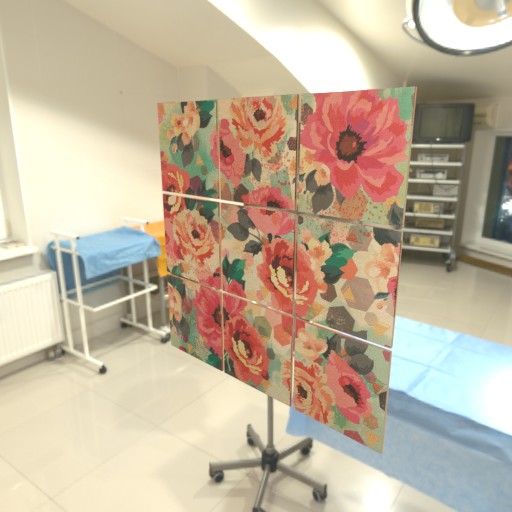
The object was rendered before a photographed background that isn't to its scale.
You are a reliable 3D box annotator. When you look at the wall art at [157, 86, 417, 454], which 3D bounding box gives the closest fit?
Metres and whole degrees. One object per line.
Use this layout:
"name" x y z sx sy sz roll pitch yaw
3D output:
"wall art" 0.000 0.000 1.801 1.216 1.220 0.013 14 21 41
